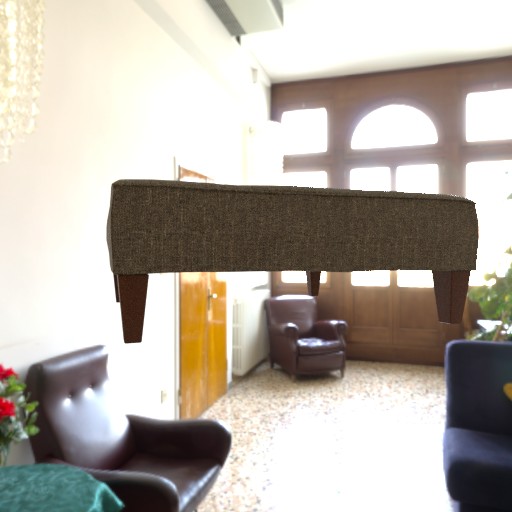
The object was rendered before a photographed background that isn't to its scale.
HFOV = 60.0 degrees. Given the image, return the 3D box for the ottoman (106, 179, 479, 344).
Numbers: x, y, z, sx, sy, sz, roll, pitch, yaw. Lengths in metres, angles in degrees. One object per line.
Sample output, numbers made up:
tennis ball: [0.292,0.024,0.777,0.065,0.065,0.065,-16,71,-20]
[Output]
ottoman: [0.000,0.000,1.533,0.981,0.379,1.016,0,0,-19]
